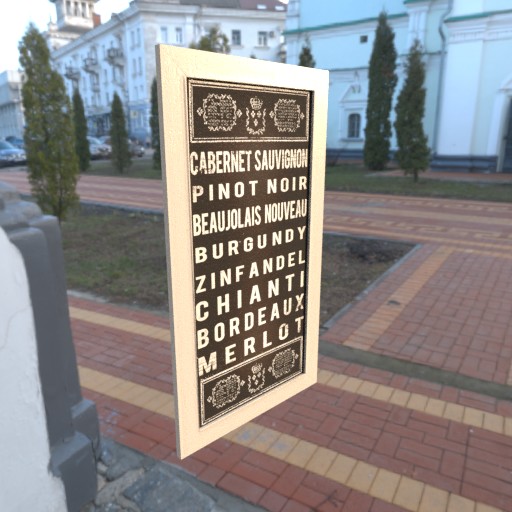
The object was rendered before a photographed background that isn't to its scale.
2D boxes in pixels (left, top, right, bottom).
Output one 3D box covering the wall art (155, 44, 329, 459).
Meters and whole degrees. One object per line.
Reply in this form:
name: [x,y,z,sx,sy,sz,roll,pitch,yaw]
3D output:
wall art: [0.000,0.000,0.835,0.380,0.683,0.013,-14,20,-41]
